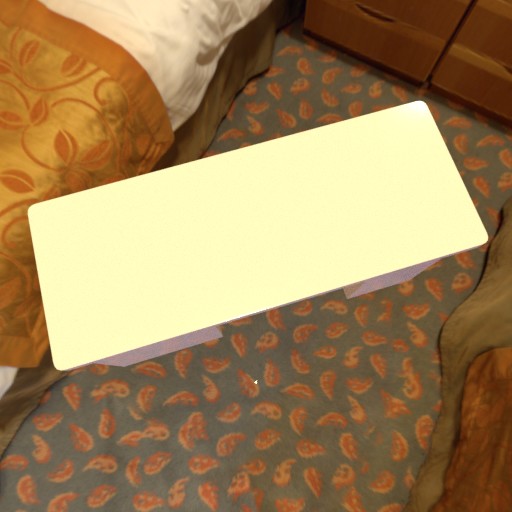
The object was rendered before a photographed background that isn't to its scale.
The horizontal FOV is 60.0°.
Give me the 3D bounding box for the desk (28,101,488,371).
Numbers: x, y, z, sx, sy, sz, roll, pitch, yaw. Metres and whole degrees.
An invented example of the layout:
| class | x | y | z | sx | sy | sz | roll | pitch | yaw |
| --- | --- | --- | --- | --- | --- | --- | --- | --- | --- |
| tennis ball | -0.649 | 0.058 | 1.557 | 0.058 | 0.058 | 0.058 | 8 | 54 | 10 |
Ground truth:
| class | x | y | z | sx | sy | sz | roll | pitch | yaw |
| --- | --- | --- | --- | --- | --- | --- | --- | --- | --- |
| desk | 0.000 | 0.000 | 1.795 | 1.400 | 0.762 | 0.550 | -16 | 75 | -5 |
